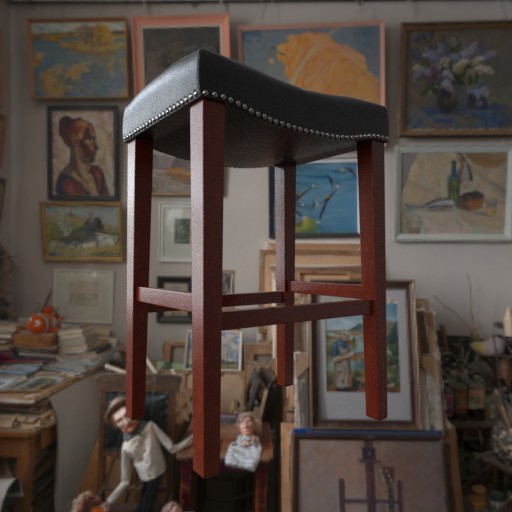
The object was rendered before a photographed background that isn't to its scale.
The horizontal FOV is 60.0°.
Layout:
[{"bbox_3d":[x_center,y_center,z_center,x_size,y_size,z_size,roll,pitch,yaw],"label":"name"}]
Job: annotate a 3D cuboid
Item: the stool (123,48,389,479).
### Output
[{"bbox_3d":[0.000,0.000,1.020,0.504,0.742,0.372,0,0,-36],"label":"stool"}]
